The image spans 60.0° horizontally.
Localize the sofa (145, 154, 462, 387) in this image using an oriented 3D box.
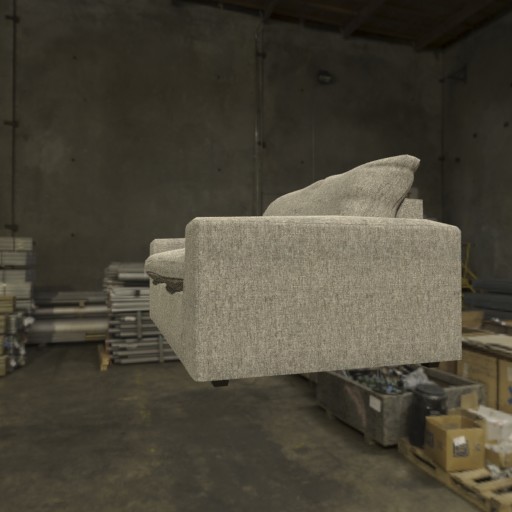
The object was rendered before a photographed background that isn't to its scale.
[{"bbox_3d":[0.000,0.000,2.364,1.094,0.877,1.758,0,-1,-18],"label":"sofa"}]
